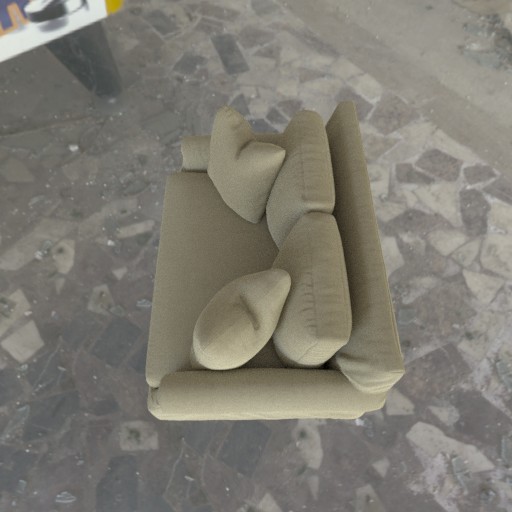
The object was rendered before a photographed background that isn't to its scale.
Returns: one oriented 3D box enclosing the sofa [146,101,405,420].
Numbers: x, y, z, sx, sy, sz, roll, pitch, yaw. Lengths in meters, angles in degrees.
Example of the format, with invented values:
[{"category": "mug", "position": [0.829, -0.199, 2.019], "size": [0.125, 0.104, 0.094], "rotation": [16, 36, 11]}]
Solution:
[{"category": "sofa", "position": [0.000, 0.000, 2.243], "size": [1.070, 0.905, 1.550], "rotation": [-1, 59, -1]}]
